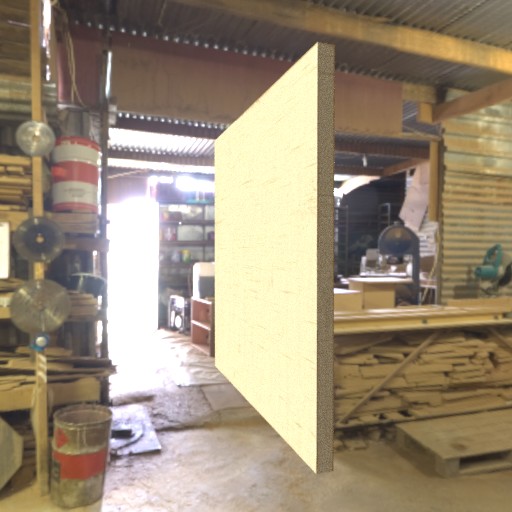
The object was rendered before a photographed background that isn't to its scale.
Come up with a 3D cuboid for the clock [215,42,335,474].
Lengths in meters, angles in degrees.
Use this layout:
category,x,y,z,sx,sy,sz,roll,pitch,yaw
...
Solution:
category,x,y,z,sx,sy,sz,roll,pitch,yaw
clock,0.000,0.000,1.061,0.032,0.705,0.705,0,1,-19
